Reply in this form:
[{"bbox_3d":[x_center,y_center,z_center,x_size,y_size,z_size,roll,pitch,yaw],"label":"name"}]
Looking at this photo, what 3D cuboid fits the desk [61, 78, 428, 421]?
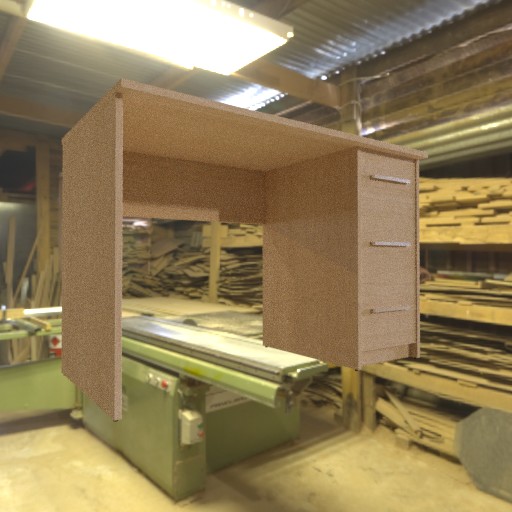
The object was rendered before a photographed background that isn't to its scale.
[{"bbox_3d":[0.000,0.000,1.475,1.097,0.735,0.560,1,-1,-35],"label":"desk"}]
